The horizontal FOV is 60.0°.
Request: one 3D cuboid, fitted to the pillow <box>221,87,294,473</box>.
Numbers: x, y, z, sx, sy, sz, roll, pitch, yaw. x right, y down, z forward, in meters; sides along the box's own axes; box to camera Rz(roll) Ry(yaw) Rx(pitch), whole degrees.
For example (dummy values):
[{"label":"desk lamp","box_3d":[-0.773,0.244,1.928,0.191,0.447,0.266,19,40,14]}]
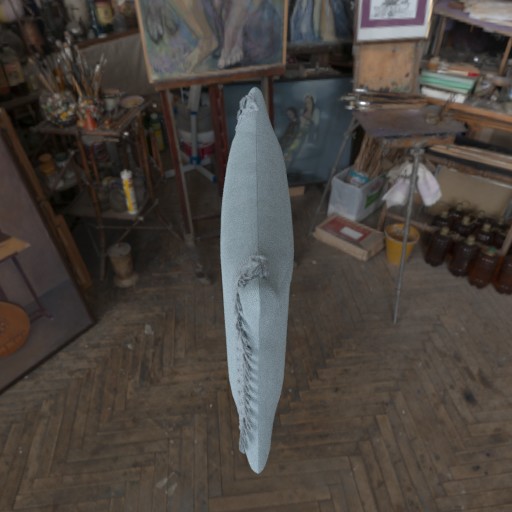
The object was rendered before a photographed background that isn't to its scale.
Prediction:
[{"label":"pillow","box_3d":[0.000,0.000,0.604,0.084,0.305,0.466,0,40,0]}]
